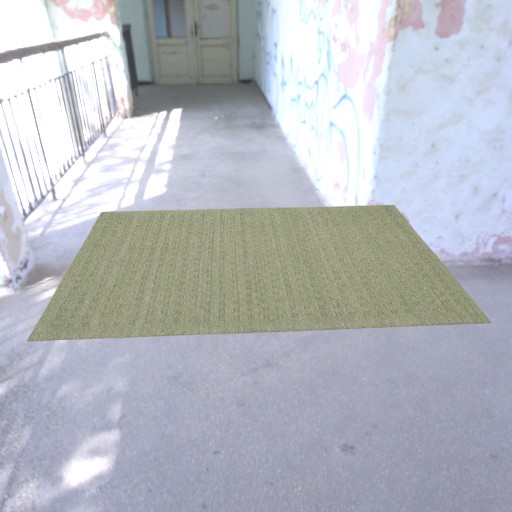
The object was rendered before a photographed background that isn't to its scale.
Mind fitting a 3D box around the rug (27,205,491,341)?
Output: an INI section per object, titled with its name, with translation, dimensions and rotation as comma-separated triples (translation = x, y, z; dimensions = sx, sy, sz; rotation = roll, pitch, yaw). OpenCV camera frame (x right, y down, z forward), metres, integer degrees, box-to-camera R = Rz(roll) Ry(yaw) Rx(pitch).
[rug]
translation = 0.000, 0.000, 2.148
dimensions = 1.747, 0.006, 1.143
rotation = -2, 30, -3
